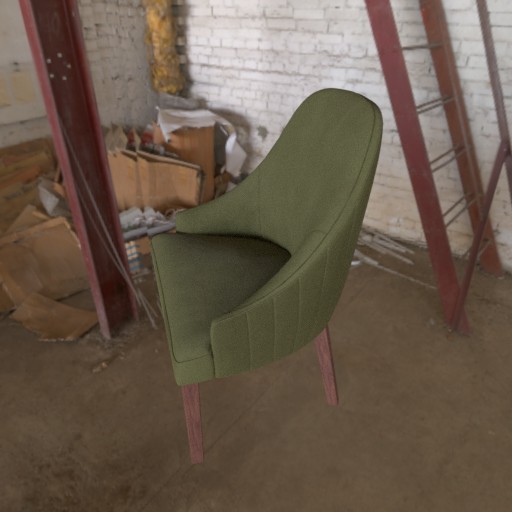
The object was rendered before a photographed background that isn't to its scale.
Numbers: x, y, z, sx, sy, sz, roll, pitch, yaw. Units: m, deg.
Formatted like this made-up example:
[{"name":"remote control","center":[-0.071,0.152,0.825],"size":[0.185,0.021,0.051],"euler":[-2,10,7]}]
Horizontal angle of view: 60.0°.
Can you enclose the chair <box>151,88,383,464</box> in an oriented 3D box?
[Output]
[{"name":"chair","center":[0.000,0.000,1.299],"size":[0.575,0.889,0.643],"euler":[-9,32,-14]}]
